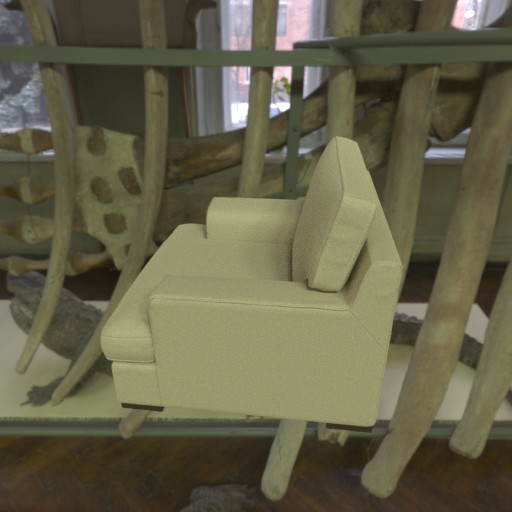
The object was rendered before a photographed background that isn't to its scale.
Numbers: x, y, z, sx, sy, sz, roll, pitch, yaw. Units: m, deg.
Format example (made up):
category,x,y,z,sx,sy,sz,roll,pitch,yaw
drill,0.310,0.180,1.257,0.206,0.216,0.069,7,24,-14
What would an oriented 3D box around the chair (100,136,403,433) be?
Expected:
category,x,y,z,sx,sy,sz,roll,pitch,yaw
chair,0.000,0.000,2.176,1.274,1.005,1.293,0,27,0
